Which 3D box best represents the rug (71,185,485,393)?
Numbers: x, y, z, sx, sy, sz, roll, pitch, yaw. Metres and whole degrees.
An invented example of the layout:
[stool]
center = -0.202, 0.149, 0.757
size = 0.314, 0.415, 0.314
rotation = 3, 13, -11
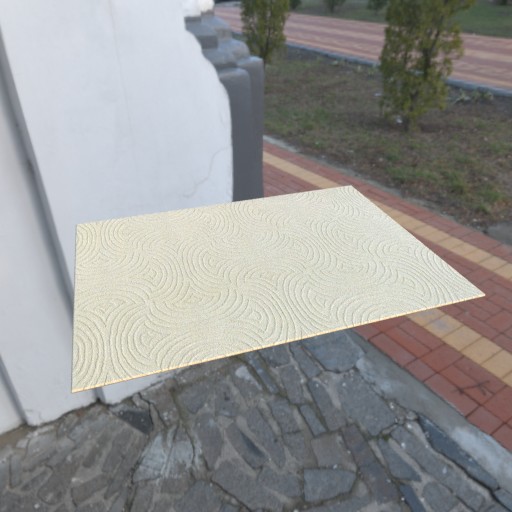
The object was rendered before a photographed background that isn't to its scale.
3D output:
[rug]
center = 0.000, 0.000, 2.746
size = 2.132, 0.015, 1.526
rotation = -10, 34, -15
